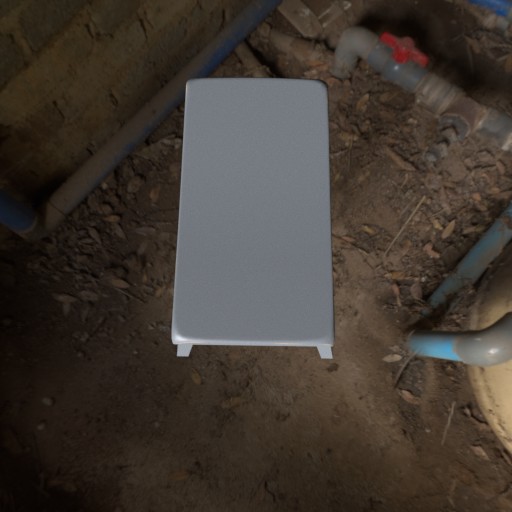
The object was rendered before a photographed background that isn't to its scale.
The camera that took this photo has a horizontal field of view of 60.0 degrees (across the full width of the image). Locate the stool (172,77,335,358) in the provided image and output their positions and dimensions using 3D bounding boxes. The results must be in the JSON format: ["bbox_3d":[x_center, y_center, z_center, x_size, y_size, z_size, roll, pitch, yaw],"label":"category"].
[{"bbox_3d":[0.000,0.000,1.054,0.476,0.737,0.457,1,76,0],"label":"stool"}]
